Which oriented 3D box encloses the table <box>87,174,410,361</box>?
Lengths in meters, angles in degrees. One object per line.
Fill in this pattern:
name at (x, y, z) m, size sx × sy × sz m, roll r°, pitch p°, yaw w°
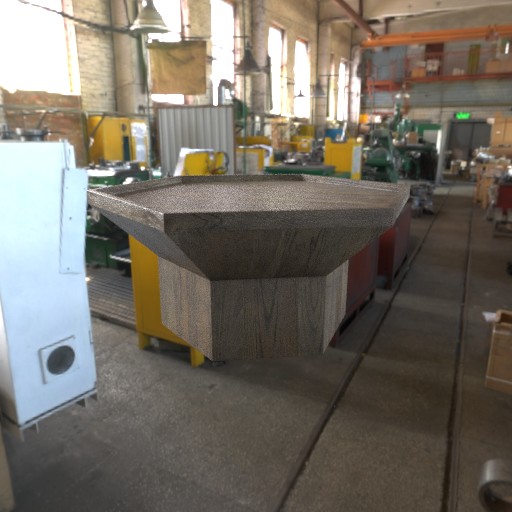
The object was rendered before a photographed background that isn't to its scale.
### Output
table at (0.000, 0.000, 1.581) m, size 1.115 × 0.488 × 0.966 m, roll -2°, pitch 16°, yaw -7°
